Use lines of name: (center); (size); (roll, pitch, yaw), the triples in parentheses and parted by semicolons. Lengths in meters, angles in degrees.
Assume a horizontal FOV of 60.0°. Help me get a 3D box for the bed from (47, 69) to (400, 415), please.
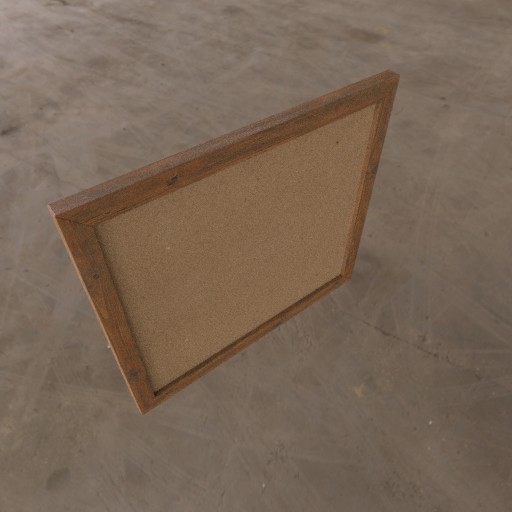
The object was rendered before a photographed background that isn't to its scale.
bed: (0.000, 0.000, 1.458); (1.046, 0.942, 0.046); (-29, 53, -24)
